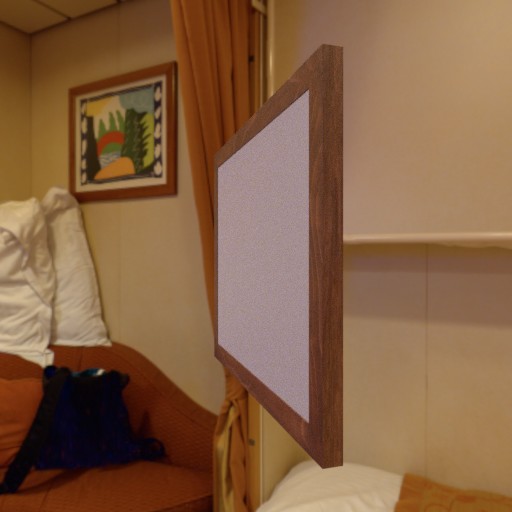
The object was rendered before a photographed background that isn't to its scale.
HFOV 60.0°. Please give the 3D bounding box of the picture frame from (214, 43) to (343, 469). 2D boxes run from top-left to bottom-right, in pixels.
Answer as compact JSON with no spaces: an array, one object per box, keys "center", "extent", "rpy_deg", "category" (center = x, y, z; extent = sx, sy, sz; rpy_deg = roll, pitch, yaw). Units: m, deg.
[{"center":[0.000,0.000,0.746],"extent":[0.025,0.457,0.559],"rpy_deg":[0,0,-17],"category":"picture frame"}]
